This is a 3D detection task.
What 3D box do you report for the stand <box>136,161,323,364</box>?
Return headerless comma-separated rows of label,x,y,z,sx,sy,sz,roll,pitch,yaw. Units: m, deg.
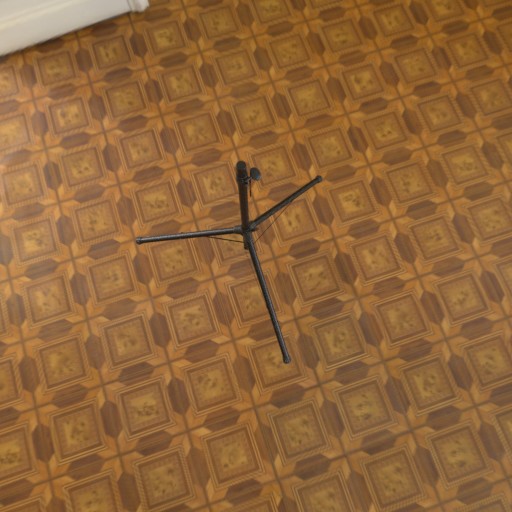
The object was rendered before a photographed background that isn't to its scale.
stand,0.000,0.000,2.705,1.596,1.595,1.339,-19,76,-5
